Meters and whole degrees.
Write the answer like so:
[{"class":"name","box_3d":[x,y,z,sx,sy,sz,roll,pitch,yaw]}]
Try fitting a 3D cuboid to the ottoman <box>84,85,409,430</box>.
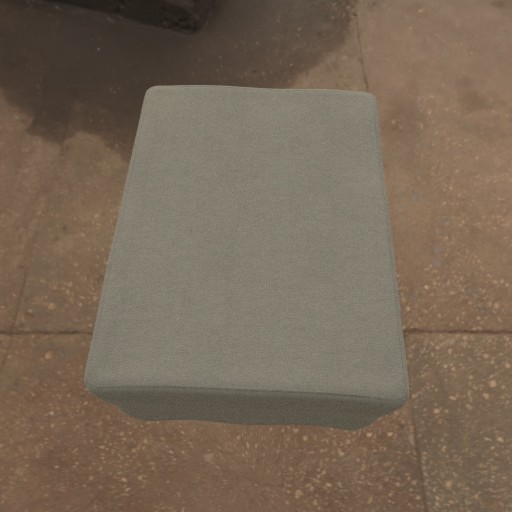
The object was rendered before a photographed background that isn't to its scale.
[{"class":"ottoman","box_3d":[0.000,0.000,1.215,0.648,0.461,0.833,2,63,1]}]
